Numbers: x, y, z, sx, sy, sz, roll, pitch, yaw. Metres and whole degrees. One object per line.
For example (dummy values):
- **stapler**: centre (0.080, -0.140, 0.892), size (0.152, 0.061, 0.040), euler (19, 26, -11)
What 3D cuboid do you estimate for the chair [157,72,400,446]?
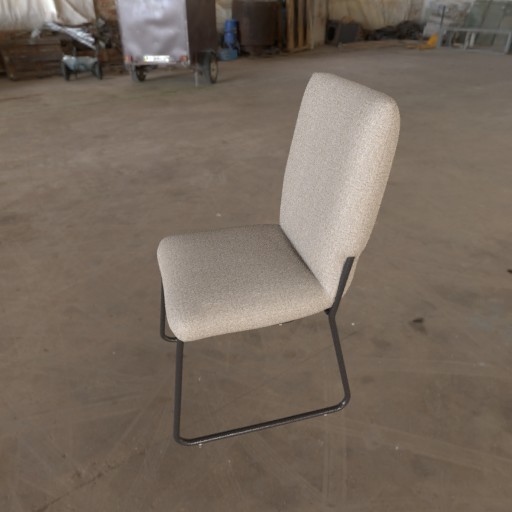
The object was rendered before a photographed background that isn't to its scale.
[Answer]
- **chair**: centre (0.000, 0.000, 1.195), size (0.560, 0.864, 0.448), euler (-8, 32, -13)
